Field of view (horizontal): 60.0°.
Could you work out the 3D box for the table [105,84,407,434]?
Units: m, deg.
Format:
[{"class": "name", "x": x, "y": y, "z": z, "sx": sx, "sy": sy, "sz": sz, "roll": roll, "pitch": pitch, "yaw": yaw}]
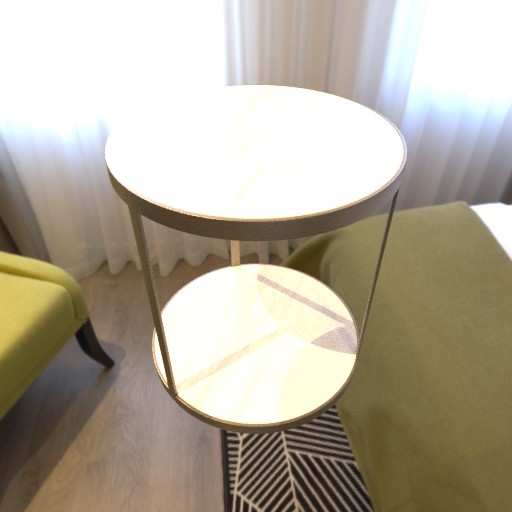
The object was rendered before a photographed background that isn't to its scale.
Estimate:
[{"class": "table", "x": 0.000, "y": 0.000, "z": 0.826, "sx": 0.445, "sy": 0.479, "sz": 0.445, "roll": 0, "pitch": 40, "yaw": 0}]
